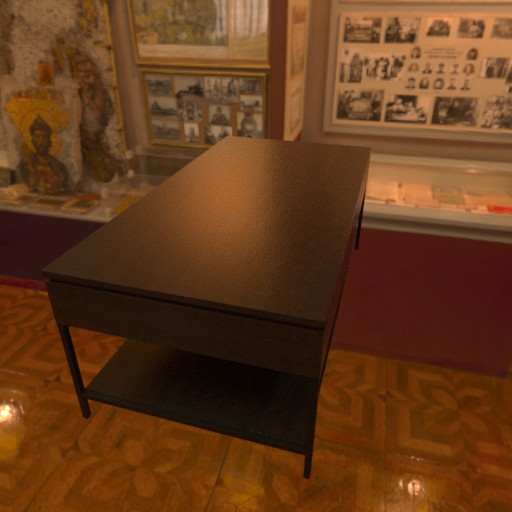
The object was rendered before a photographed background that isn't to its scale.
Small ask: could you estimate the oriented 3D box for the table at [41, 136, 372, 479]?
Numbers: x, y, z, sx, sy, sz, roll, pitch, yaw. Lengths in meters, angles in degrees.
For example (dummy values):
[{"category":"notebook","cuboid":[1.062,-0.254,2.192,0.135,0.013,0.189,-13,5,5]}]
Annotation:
[{"category":"table","cuboid":[0.000,0.000,1.382,0.574,0.435,1.095,8,31,15]}]
